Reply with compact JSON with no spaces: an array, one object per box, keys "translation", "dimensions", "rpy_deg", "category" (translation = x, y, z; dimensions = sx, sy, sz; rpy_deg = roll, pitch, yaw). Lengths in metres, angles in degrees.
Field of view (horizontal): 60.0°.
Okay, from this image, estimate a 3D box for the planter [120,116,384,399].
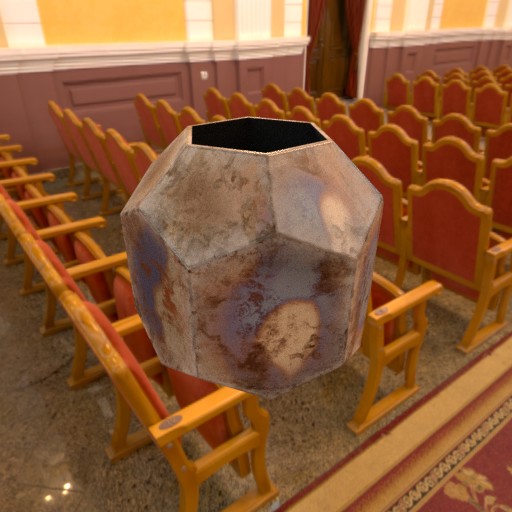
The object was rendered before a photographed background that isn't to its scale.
[{"translation":[0.000,0.000,0.431],"dimensions":[0.221,0.238,0.243],"rpy_deg":[-20,35,-32],"category":"planter"}]
